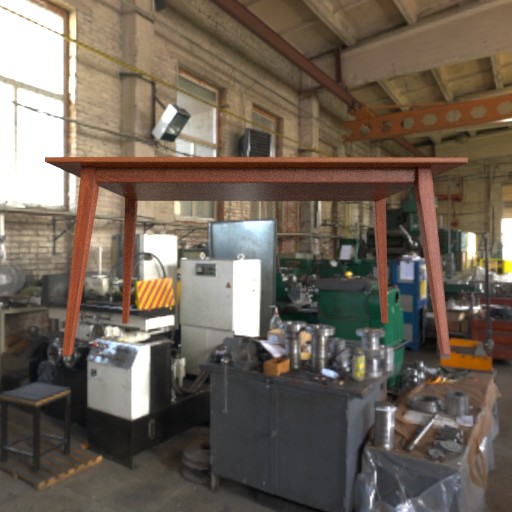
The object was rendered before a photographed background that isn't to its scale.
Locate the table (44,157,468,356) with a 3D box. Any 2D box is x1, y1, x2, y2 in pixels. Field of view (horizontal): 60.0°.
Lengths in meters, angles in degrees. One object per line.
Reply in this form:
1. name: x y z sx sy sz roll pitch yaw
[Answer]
1. table: 0.000 0.000 2.087 1.609 0.755 0.811 0 0 0
